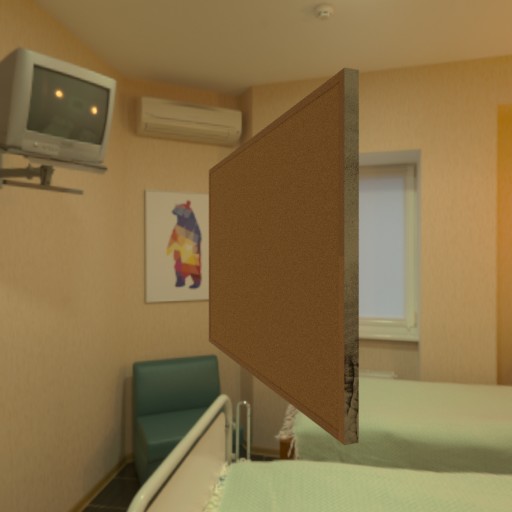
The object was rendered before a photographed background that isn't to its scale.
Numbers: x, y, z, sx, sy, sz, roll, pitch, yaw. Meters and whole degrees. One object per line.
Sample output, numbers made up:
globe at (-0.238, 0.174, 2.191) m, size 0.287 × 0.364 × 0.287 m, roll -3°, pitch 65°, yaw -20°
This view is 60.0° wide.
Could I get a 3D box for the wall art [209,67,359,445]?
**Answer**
wall art at (0.000, 0.000, 1.431) m, size 0.035 × 0.758 × 1.141 m, roll 0°, pitch 0°, yaw -20°
